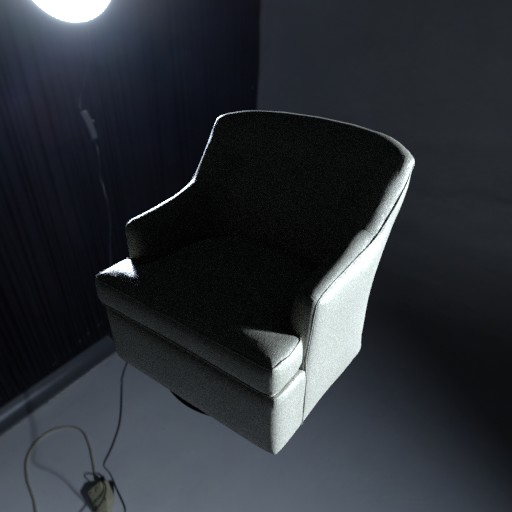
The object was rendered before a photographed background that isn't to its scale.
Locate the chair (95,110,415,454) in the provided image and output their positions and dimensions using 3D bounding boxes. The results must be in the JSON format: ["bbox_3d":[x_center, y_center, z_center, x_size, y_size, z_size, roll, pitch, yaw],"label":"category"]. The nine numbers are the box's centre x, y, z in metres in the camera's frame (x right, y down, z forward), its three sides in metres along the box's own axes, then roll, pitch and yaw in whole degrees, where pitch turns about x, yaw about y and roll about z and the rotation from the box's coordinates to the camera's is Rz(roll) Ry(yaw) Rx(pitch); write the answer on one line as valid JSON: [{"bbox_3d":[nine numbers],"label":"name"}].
[{"bbox_3d":[0.000,0.000,1.672,0.864,0.856,0.923,21,38,30],"label":"chair"}]
